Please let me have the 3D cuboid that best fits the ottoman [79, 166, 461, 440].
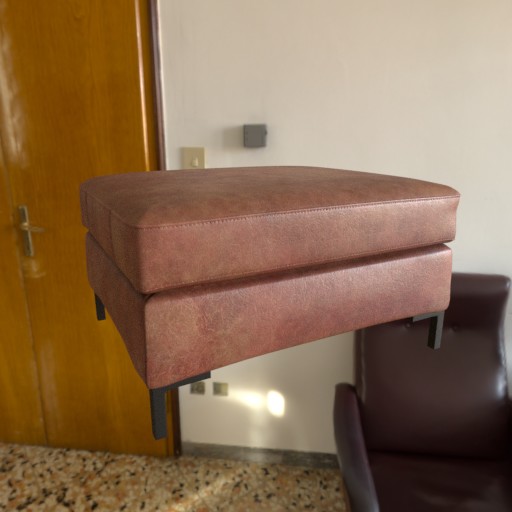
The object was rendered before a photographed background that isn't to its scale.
[{"bbox_3d":[0.000,0.000,1.779,1.186,0.667,0.965,-8,18,-27],"label":"ottoman"}]
